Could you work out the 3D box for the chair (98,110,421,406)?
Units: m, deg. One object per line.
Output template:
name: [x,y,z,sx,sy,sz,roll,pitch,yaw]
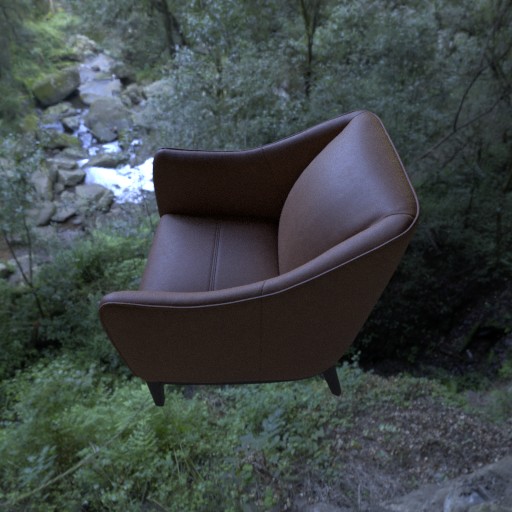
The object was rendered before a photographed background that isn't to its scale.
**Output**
chair: [0.000,0.000,1.586,0.852,0.830,0.871,0,41,0]
